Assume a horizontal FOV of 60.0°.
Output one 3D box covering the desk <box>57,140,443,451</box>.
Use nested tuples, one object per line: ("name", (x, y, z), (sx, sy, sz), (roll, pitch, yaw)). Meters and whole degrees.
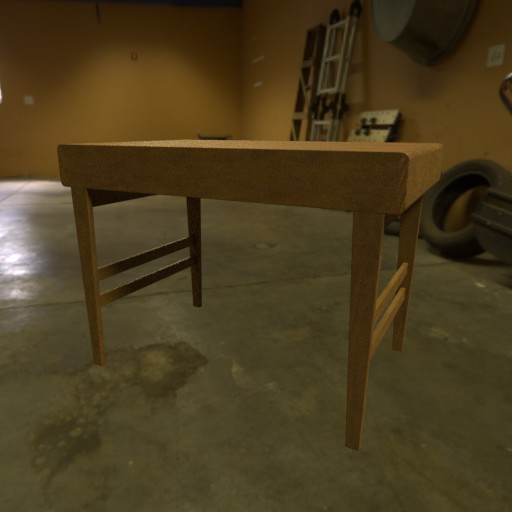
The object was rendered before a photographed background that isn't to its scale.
("desk", (0.000, 0.000, 1.535), (1.066, 0.754, 0.660), (8, 18, 27))
